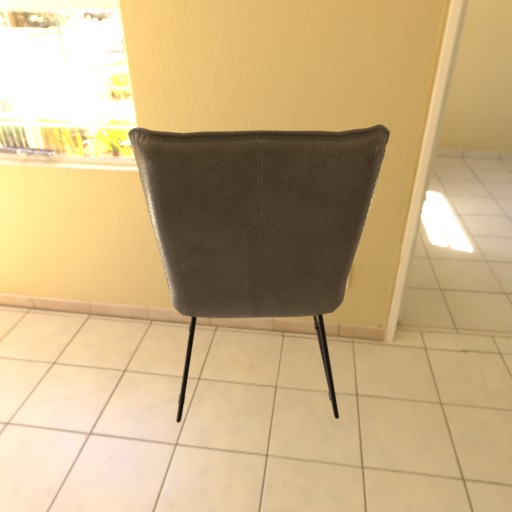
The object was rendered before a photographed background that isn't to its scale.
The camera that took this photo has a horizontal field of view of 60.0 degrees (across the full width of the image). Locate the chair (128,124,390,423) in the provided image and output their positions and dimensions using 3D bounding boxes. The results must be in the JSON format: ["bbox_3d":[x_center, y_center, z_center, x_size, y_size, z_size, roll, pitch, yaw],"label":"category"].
[{"bbox_3d":[0.000,0.000,1.336,0.515,0.932,0.688,-1,31,-1],"label":"chair"}]
